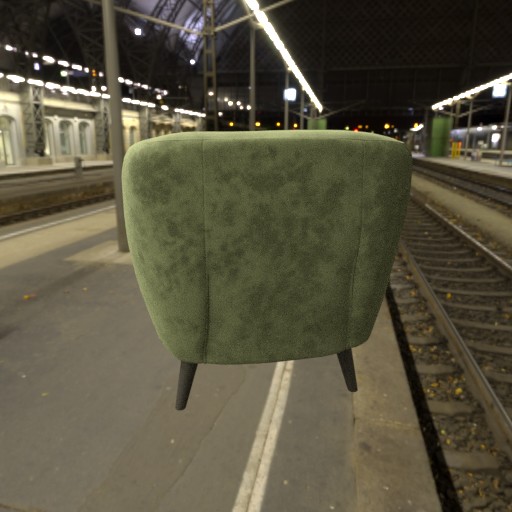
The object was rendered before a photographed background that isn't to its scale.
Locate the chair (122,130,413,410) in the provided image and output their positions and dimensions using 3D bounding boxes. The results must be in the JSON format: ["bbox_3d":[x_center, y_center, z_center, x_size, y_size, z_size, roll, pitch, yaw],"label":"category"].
[{"bbox_3d":[0.000,0.000,1.501,0.840,0.804,0.819,-3,15,-10],"label":"chair"}]
